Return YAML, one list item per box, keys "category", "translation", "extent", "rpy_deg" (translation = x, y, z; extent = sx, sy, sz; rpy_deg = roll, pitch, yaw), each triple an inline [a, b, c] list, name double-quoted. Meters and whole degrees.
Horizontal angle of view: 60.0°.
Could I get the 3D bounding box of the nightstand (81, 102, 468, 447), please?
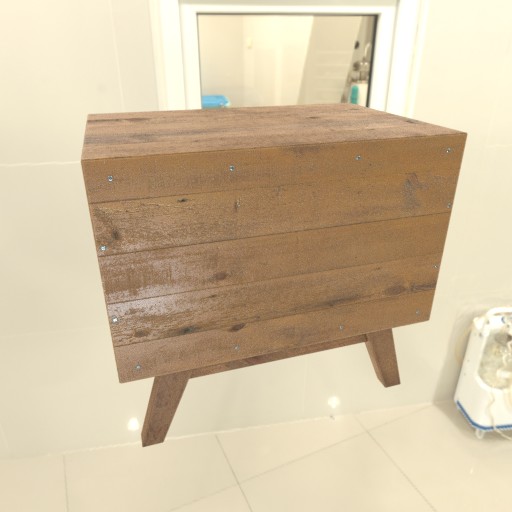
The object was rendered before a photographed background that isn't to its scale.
- category: "nightstand"
  translation: [0.000, 0.000, 1.022]
  extent: [0.650, 0.599, 0.450]
  rpy_deg: [-8, 27, -16]
